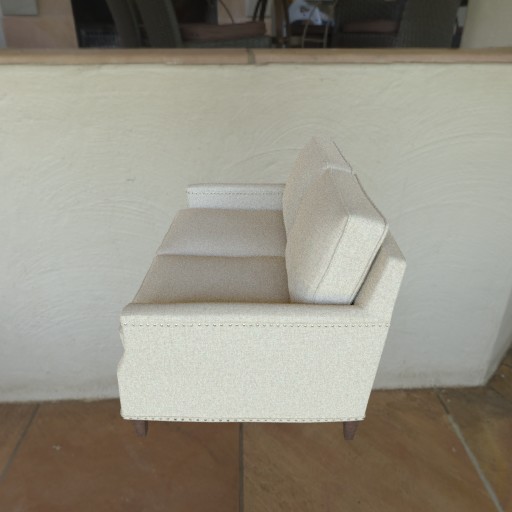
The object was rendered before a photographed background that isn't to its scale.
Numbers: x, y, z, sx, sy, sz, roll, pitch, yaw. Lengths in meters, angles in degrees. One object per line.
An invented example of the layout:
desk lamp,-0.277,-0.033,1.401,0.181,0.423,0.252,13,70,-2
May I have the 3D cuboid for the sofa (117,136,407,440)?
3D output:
sofa,0.000,0.000,2.335,1.084,1.003,1.597,1,27,1
